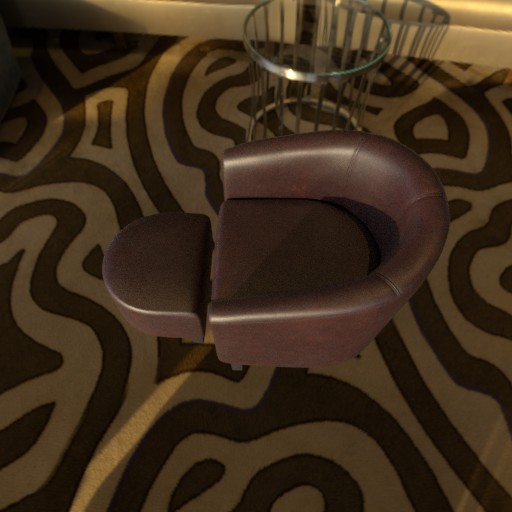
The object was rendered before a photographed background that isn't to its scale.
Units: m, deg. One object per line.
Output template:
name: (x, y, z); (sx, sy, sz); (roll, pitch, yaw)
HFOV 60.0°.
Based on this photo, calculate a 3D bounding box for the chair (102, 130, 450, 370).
chair: (0.000, 0.000, 1.665); (1.176, 0.755, 0.737); (1, 58, 1)
